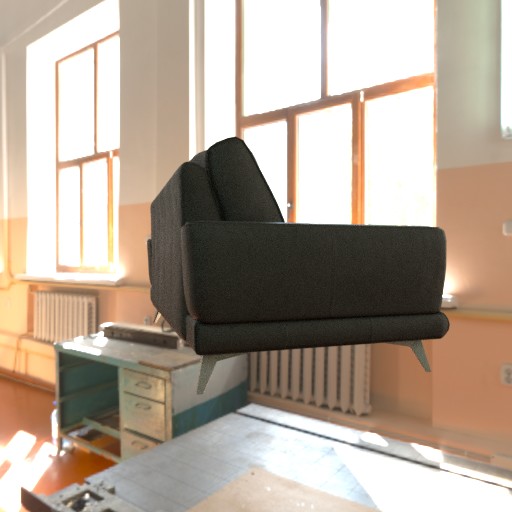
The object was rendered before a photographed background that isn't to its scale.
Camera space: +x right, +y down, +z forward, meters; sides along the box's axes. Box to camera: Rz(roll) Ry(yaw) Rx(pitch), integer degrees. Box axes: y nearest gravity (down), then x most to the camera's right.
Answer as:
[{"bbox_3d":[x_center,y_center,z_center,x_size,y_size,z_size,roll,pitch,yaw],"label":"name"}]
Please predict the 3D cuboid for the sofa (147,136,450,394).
[{"bbox_3d":[0.000,0.000,2.376,1.018,0.907,1.806,0,0,-18],"label":"sofa"}]
